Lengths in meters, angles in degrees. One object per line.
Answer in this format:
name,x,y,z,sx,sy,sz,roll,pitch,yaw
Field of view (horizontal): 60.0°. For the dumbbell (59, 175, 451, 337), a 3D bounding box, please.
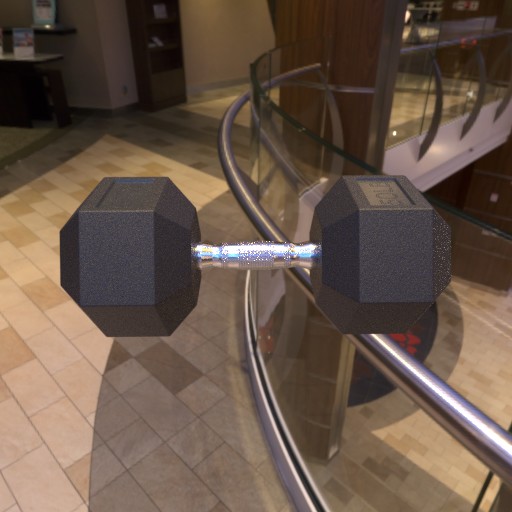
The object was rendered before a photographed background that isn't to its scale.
dumbbell,0.000,0.000,0.480,0.384,0.150,0.173,-1,31,-1
